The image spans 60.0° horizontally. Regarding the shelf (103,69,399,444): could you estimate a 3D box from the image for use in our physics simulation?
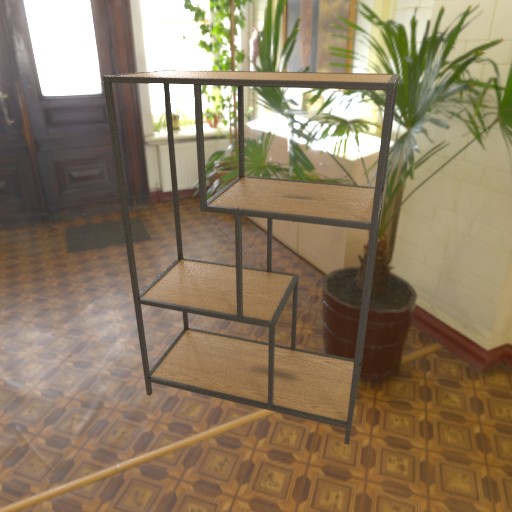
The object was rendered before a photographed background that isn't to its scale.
[{"bbox_3d":[0.000,0.000,1.503,0.770,1.138,0.350,8,27,16],"label":"shelf"}]
